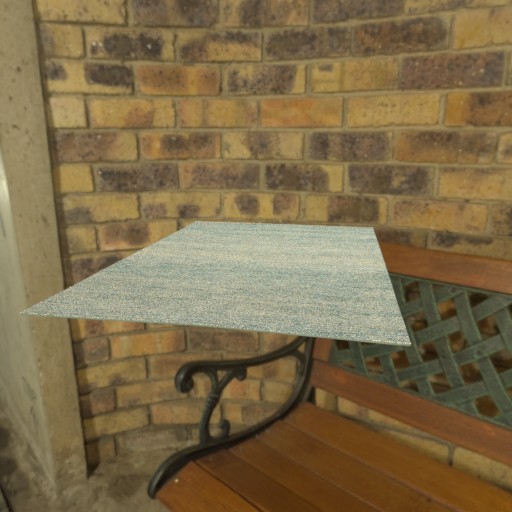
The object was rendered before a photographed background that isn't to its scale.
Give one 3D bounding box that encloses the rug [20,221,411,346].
[{"bbox_3d":[0.000,0.000,4.981,2.802,0.052,4.078,3,15,11],"label":"rug"}]
